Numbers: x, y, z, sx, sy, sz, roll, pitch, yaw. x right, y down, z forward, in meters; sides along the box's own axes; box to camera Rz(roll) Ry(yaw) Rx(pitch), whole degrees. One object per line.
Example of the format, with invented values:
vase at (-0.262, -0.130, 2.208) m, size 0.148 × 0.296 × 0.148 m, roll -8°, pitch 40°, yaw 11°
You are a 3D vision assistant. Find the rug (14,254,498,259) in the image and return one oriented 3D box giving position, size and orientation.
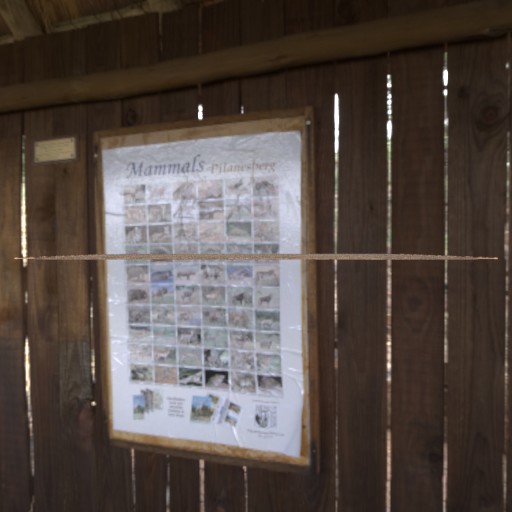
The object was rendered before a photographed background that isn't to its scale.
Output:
rug at (0.000, 0.000, 2.986) m, size 2.434 × 0.010 × 1.516 m, roll 0°, pitch 1°, yaw 0°
